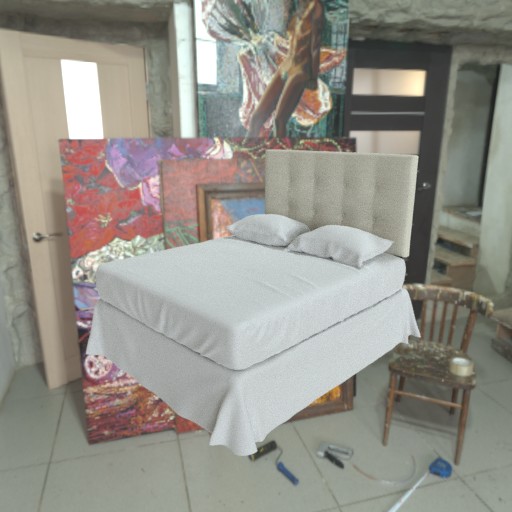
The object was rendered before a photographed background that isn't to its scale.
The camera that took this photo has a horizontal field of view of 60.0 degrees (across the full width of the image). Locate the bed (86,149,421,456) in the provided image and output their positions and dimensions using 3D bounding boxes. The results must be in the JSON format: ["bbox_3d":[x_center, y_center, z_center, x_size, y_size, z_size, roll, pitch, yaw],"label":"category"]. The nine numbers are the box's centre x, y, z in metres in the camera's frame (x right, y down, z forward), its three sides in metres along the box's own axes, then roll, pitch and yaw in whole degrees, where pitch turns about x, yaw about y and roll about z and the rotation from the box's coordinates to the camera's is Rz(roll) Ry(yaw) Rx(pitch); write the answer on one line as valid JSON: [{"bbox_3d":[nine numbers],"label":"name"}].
[{"bbox_3d":[0.000,0.000,3.571,1.936,1.577,2.222,15,22,43],"label":"bed"}]
